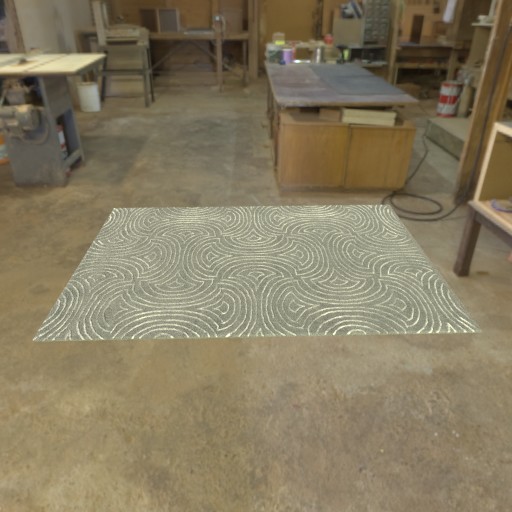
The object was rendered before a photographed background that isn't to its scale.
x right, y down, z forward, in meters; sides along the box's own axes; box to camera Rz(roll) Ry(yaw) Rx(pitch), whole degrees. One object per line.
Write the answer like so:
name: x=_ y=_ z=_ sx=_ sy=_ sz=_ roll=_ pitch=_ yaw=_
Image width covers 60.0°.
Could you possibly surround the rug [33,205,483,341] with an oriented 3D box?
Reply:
rug: x=0.000 y=0.000 z=2.779 sx=2.144 sy=0.015 sz=1.543 roll=-1 pitch=30 yaw=-2
